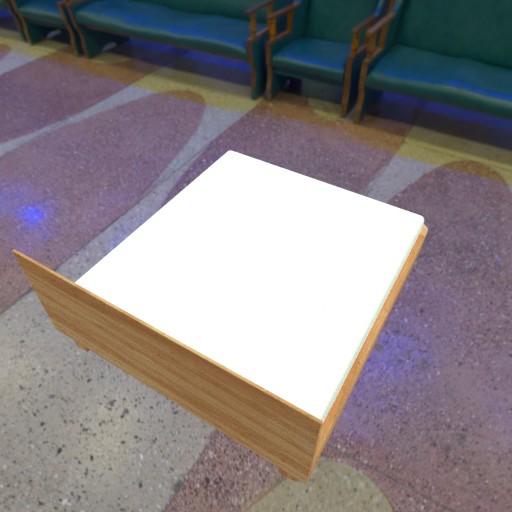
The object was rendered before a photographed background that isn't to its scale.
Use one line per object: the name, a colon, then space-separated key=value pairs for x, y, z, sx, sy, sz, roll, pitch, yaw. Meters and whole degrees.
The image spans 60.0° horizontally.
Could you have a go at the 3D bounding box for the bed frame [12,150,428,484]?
bed frame: x=0.000 y=0.000 z=3.055 sx=1.872 sy=0.940 sz=2.092 roll=24 pitch=51 yaw=21
